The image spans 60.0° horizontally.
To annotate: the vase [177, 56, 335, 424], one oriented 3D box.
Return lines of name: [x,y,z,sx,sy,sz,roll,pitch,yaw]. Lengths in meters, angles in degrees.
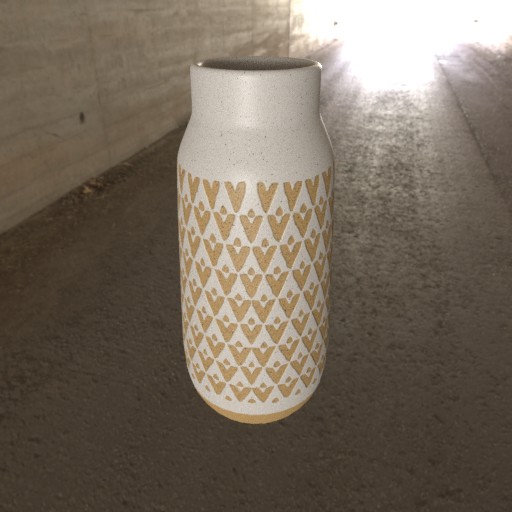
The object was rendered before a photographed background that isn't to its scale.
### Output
vase: [0.000,0.000,0.381,0.137,0.307,0.137,0,30,0]
